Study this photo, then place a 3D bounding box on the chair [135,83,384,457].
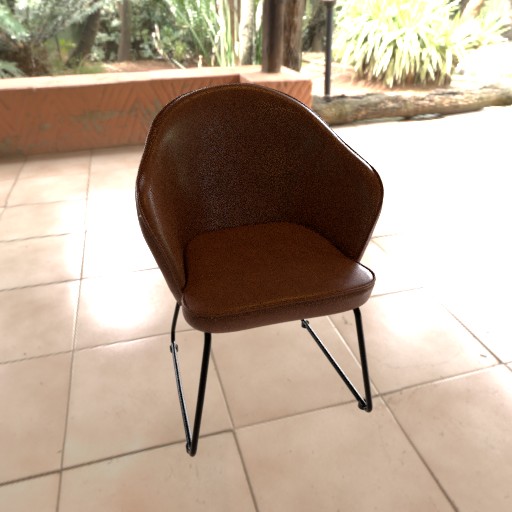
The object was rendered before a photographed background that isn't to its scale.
[{"bbox_3d":[0.000,0.000,1.190,0.582,0.785,0.580,-9,32,-14],"label":"chair"}]
